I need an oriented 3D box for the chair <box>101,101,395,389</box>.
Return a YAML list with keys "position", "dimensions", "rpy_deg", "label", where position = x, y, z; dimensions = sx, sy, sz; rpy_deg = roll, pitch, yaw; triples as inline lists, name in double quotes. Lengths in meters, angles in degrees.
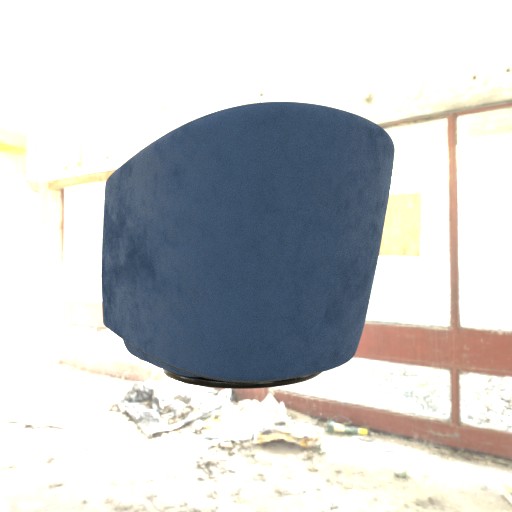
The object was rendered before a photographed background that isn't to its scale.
- position: [0.000, 0.000, 1.347]
  dimensions: [0.773, 0.698, 0.767]
  rpy_deg: [1, -1, -36]
  label: "chair"
